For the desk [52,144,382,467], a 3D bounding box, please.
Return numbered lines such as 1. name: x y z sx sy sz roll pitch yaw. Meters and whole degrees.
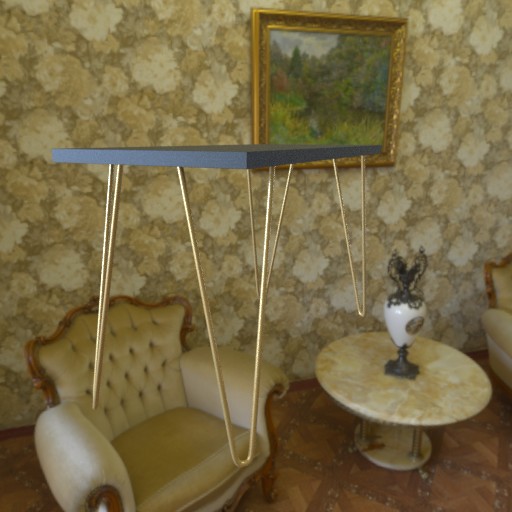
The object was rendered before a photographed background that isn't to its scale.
1. desk: 0.000 0.000 1.376 0.499 0.660 0.991 8 17 27
